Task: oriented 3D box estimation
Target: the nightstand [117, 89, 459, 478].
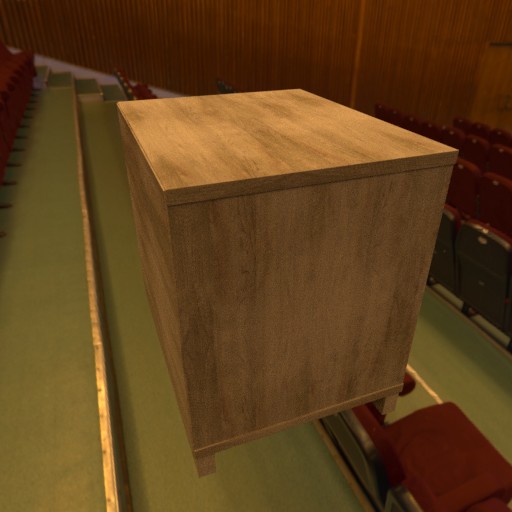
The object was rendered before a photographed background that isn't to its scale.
[{"bbox_3d":[0.000,0.000,0.750,0.347,0.448,0.427,-11,32,-18],"label":"nightstand"}]
